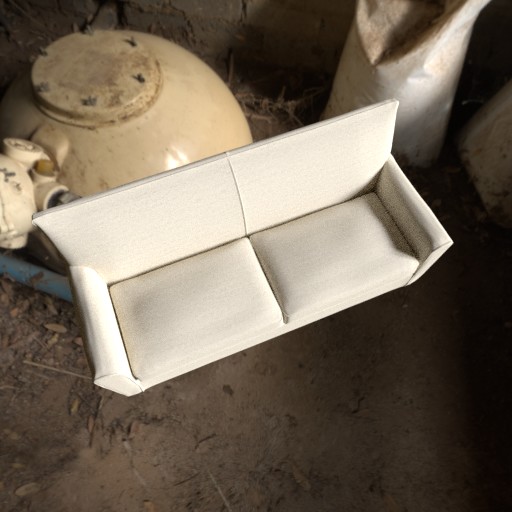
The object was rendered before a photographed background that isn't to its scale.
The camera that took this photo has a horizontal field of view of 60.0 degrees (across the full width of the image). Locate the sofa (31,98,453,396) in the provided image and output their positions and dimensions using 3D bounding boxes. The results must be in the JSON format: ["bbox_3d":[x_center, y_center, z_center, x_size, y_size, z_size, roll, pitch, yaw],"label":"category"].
[{"bbox_3d":[0.000,0.000,2.511,2.001,0.907,0.841,-20,66,-9],"label":"sofa"}]
